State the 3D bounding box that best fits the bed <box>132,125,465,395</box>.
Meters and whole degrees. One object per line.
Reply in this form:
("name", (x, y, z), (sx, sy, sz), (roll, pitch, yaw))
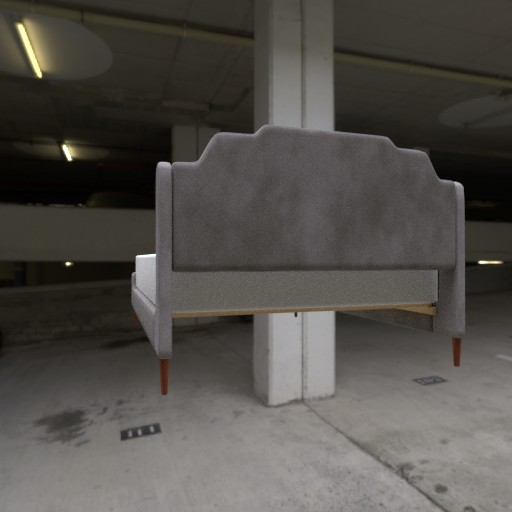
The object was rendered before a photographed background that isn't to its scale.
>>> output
("bed", (0.000, 0.000, 3.304), (1.676, 1.245, 2.340), (0, 0, -19))
